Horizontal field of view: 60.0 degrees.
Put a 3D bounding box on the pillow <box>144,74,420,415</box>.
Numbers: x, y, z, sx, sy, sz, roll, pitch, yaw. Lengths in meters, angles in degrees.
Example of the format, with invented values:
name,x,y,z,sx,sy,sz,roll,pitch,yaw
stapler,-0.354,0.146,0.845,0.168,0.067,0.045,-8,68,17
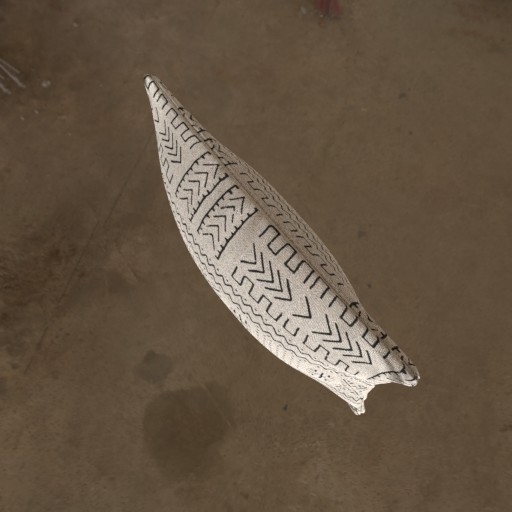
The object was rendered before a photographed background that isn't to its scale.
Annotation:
name,x,y,z,sx,sy,sz,roll,pitch,yaw
pillow,0.000,0.000,0.784,0.188,0.352,0.637,-34,69,-15
